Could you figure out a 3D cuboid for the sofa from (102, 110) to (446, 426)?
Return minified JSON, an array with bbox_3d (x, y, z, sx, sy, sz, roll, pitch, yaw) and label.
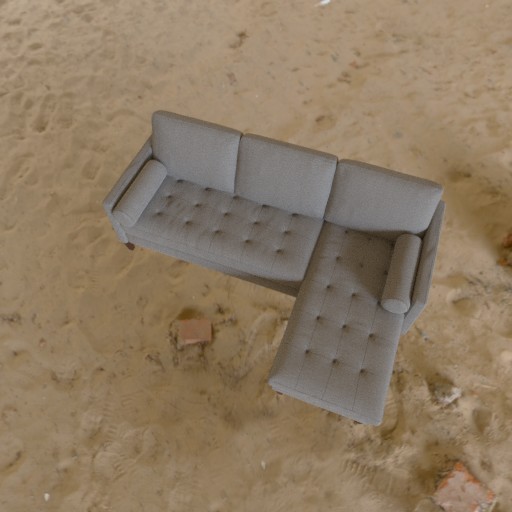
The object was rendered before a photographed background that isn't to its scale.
[{"bbox_3d":[0.000,0.000,2.941,2.178,0.875,1.506,18,59,11],"label":"sofa"}]
